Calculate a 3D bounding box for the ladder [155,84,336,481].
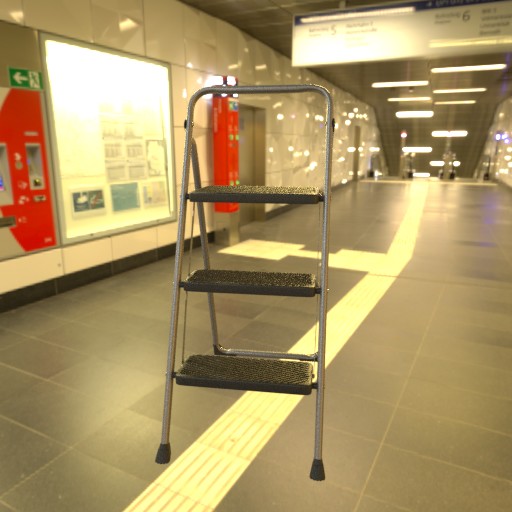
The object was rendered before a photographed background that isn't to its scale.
[{"bbox_3d":[0.000,0.000,1.279,0.430,0.945,0.629,2,14,8],"label":"ladder"}]
